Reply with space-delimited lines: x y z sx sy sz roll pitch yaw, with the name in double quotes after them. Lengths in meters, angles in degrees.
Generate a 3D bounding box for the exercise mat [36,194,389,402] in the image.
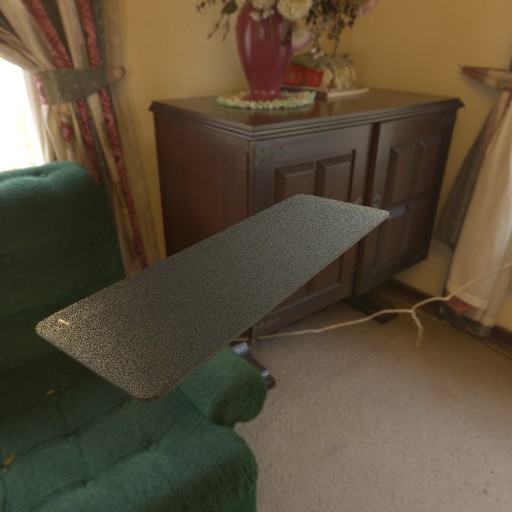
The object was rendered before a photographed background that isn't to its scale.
0.000 0.000 2.062 0.616 0.021 1.869 17 31 32 "exercise mat"
